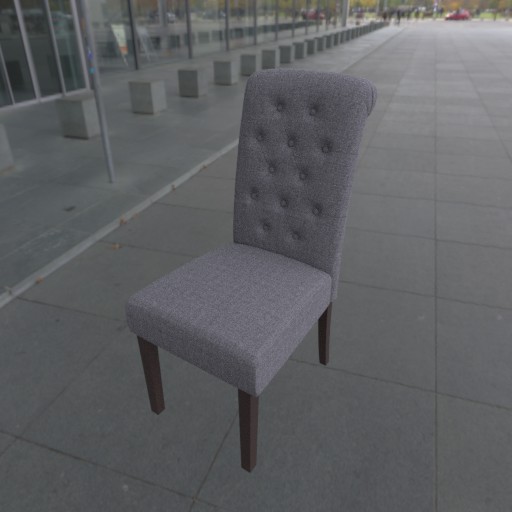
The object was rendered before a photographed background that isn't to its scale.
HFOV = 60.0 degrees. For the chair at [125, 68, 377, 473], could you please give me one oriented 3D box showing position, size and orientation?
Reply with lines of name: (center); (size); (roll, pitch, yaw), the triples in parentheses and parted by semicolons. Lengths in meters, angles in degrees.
chair: (0.000, 0.000, 1.357); (0.456, 1.006, 0.671); (18, 34, 30)
